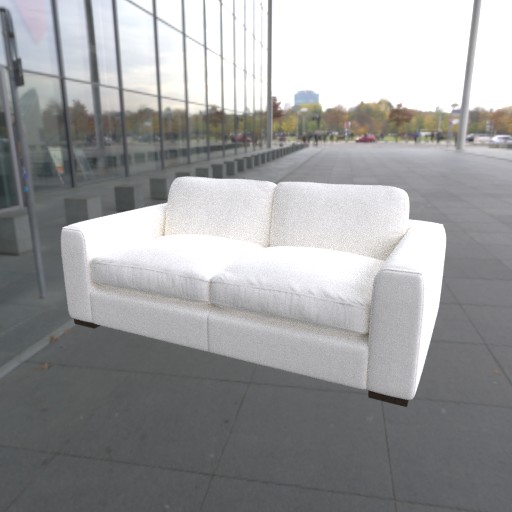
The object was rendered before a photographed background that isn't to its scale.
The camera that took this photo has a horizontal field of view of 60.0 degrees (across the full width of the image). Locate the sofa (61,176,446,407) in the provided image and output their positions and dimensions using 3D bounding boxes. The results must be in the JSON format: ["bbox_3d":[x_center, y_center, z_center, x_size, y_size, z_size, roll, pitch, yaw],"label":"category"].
[{"bbox_3d":[0.000,0.000,2.507,1.920,0.801,1.069,7,17,25],"label":"sofa"}]
